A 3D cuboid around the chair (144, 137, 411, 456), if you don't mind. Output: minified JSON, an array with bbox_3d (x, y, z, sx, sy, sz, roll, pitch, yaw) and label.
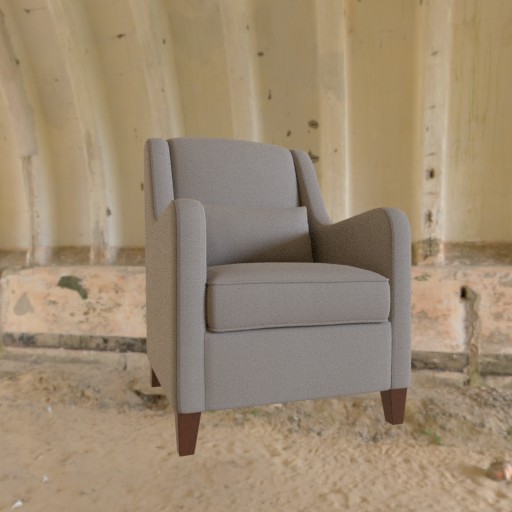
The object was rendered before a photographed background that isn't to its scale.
[{"bbox_3d":[0.000,0.000,1.589,0.715,1.010,0.863,0,0,-19],"label":"chair"}]
